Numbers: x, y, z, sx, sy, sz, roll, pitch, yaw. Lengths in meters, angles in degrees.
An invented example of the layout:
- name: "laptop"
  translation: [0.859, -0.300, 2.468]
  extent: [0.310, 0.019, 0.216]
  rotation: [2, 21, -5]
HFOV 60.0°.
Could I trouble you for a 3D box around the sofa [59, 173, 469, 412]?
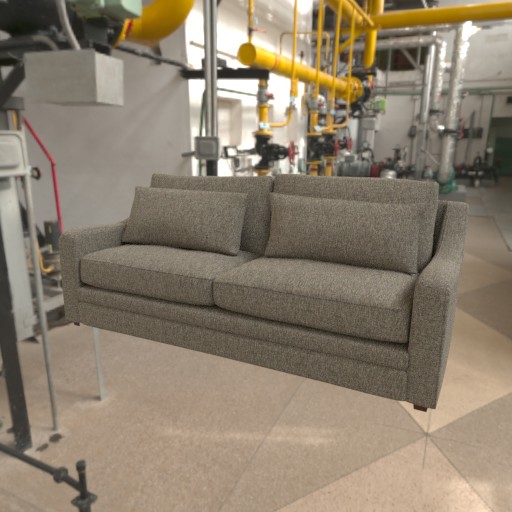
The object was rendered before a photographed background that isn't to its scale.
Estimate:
- name: "sofa"
  translation: [0.000, 0.000, 2.858]
  extent: [2.418, 0.998, 1.103]
  rotation: [7, 17, 24]
